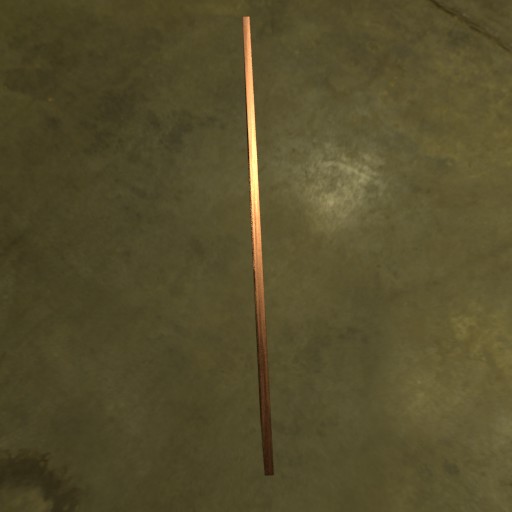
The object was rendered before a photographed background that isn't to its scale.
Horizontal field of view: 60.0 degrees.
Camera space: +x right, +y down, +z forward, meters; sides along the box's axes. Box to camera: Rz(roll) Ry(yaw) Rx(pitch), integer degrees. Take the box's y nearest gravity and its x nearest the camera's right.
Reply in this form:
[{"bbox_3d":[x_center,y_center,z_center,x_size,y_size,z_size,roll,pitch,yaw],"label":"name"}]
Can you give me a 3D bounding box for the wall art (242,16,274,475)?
[{"bbox_3d":[0.000,0.000,1.028,0.014,0.559,0.816,-3,75,-1],"label":"wall art"}]
